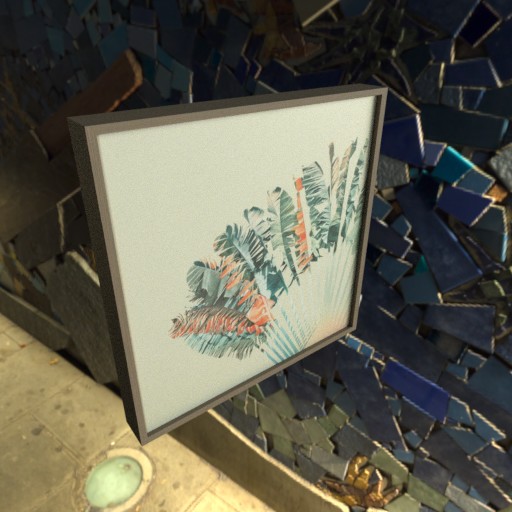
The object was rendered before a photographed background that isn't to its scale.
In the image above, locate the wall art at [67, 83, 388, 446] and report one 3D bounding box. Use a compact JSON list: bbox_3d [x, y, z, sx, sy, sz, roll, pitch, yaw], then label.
[{"bbox_3d":[0.000,0.000,0.451,0.304,0.303,0.038,-20,34,-32],"label":"wall art"}]
